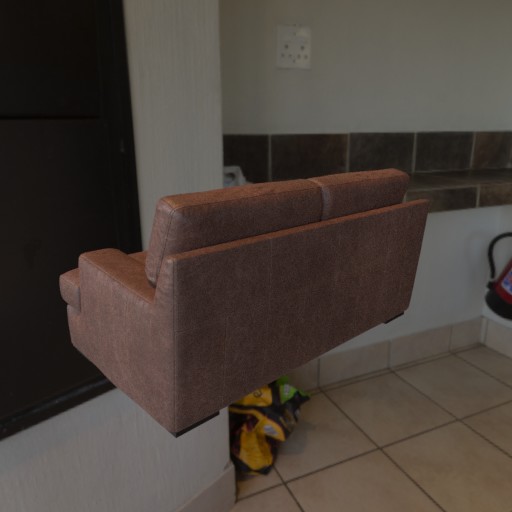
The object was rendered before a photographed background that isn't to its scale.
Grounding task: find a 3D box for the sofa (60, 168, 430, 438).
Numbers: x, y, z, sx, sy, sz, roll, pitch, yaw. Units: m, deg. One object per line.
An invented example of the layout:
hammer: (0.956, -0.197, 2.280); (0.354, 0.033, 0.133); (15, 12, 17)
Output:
sofa: (0.000, 0.000, 2.518); (1.880, 0.939, 1.143); (-15, 22, -41)
